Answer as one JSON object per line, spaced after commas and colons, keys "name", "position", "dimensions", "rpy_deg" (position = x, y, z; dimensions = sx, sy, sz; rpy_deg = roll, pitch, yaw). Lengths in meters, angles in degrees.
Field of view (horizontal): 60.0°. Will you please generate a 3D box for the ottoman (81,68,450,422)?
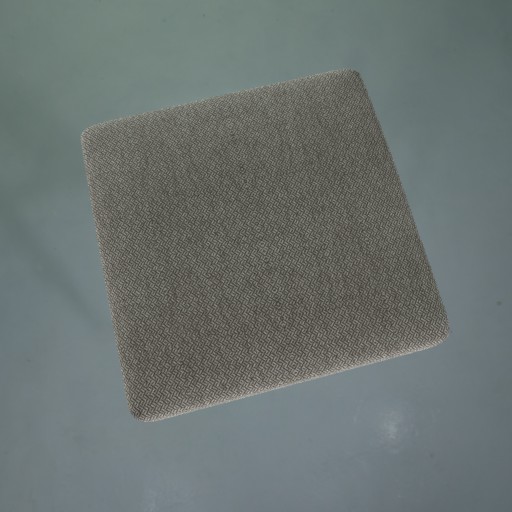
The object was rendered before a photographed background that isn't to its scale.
{"name": "ottoman", "position": [0.000, 0.000, 0.907], "dimensions": [0.519, 0.453, 0.512], "rpy_deg": [-14, 76, -3]}
